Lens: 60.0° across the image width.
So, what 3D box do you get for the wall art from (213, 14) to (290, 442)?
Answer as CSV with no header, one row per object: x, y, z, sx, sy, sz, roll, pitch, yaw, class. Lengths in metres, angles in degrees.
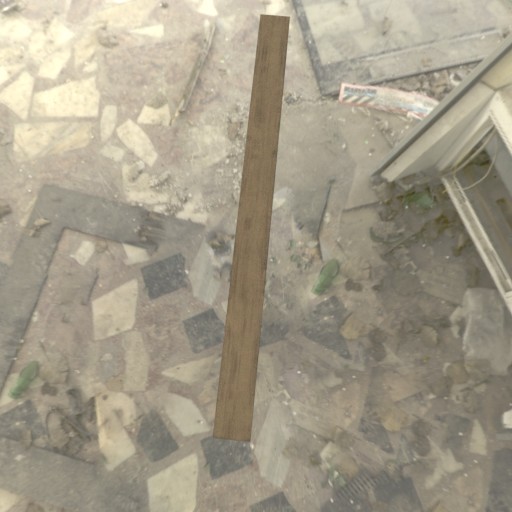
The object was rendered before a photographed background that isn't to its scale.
0.000,0.000,0.750,0.038,0.508,0.508,5,76,1,wall art
